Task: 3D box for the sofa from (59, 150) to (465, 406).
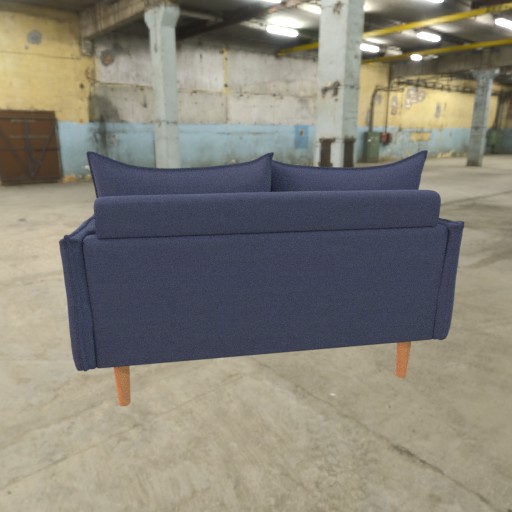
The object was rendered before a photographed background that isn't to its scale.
[{"bbox_3d":[0.000,0.000,1.794,1.300,0.840,0.820,-3,15,-10],"label":"sofa"}]
